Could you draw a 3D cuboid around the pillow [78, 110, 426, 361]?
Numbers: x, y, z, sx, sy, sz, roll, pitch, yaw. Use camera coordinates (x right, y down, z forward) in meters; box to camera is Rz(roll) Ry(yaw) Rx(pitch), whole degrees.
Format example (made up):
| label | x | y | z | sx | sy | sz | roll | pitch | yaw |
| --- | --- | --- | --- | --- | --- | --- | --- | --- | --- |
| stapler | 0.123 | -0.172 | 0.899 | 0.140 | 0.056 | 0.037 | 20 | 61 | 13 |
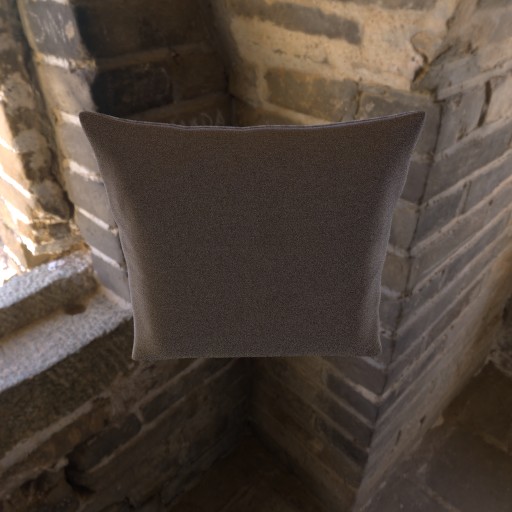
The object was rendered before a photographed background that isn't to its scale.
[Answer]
| label | x | y | z | sx | sy | sz | roll | pitch | yaw |
| --- | --- | --- | --- | --- | --- | --- | --- | --- | --- |
| pillow | 0.000 | 0.000 | 0.793 | 0.523 | 0.510 | 0.166 | 0 | 32 | -1 |
